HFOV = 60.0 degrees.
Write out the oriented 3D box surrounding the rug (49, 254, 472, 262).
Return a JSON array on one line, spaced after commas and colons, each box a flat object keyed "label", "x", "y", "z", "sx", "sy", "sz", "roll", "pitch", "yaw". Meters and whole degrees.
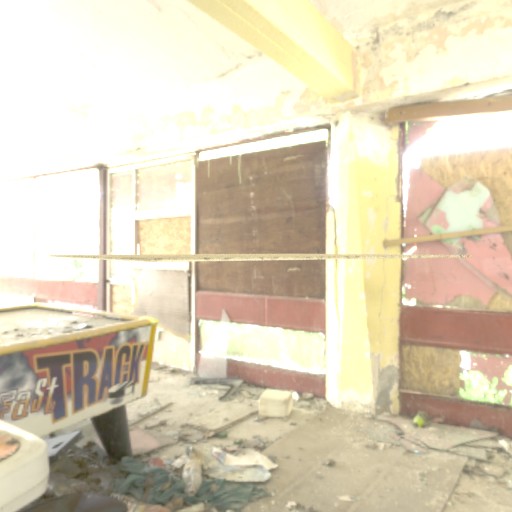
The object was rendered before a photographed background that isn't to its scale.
[{"label": "rug", "x": 0.000, "y": 0.000, "z": 4.056, "sx": 3.038, "sy": 0.019, "sz": 2.420, "roll": 0, "pitch": 1, "yaw": -36}]
